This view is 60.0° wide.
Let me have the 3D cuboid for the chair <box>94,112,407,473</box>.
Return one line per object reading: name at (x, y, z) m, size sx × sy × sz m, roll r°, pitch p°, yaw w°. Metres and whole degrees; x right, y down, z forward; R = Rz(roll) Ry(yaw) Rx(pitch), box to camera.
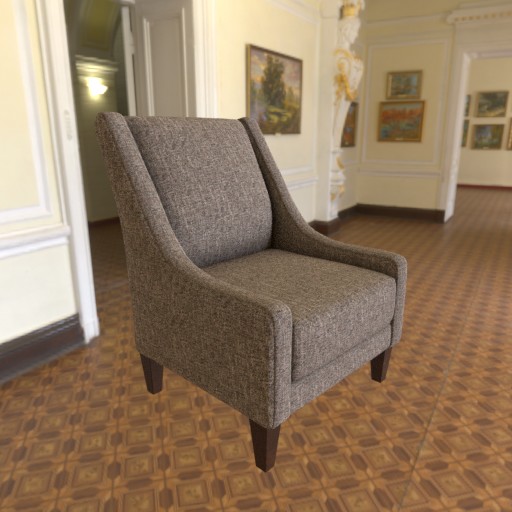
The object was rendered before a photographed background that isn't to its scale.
chair at (0.000, 0.000, 1.635) m, size 0.870 × 1.014 × 0.774 m, roll 14°, pitch 21°, yaw 42°
